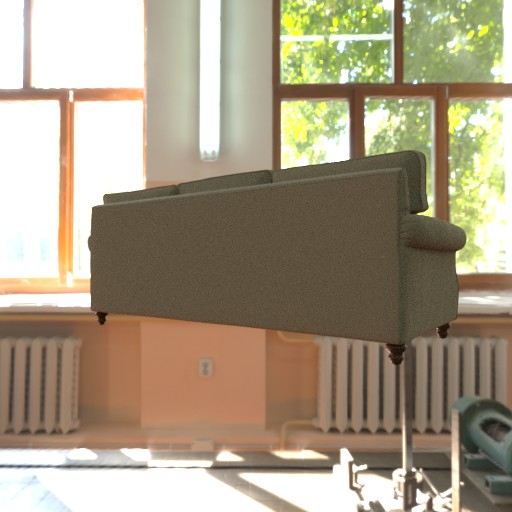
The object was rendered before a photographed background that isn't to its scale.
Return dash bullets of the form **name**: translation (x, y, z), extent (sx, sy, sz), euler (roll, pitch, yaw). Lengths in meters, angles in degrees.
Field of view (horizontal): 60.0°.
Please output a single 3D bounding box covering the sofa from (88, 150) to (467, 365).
- **sofa**: translation (0.000, 0.000, 2.809), extent (2.354, 0.948, 0.966), euler (-1, -1, 36)
